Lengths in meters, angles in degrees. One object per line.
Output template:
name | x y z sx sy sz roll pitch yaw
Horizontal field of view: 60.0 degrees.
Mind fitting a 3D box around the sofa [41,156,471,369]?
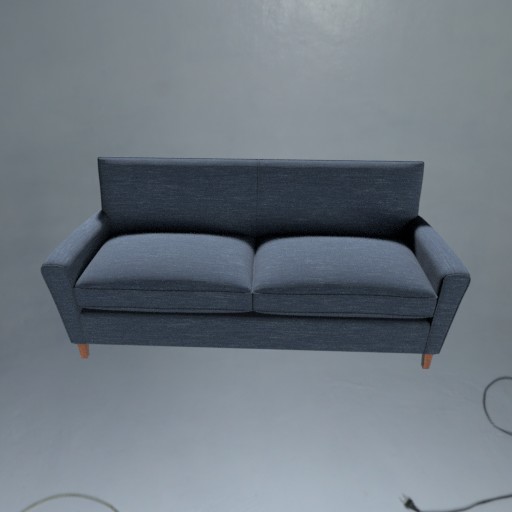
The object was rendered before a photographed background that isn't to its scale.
sofa | 0.000 0.000 2.466 1.976 0.846 0.875 1 32 2
